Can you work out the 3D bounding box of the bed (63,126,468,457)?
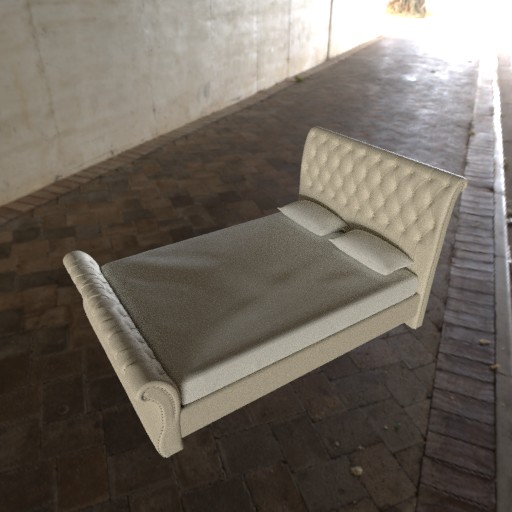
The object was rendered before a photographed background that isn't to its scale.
[{"bbox_3d":[0.000,0.000,3.381,2.493,1.268,1.606,-19,36,-28],"label":"bed"}]
